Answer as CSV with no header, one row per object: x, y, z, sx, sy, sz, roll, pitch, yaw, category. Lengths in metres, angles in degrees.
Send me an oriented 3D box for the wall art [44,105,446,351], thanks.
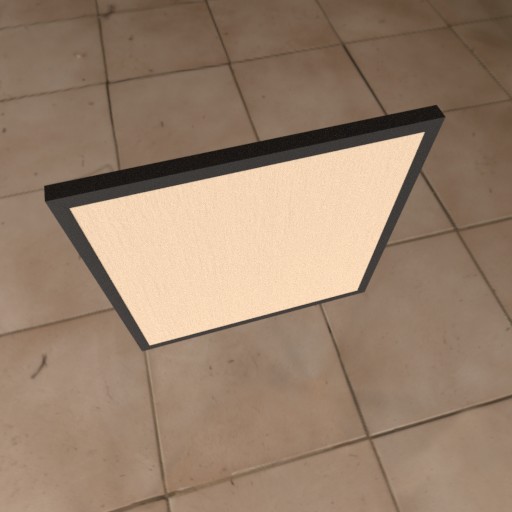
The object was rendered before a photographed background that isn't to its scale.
0.000,0.000,0.460,0.306,0.304,0.015,-14,60,-8,wall art
